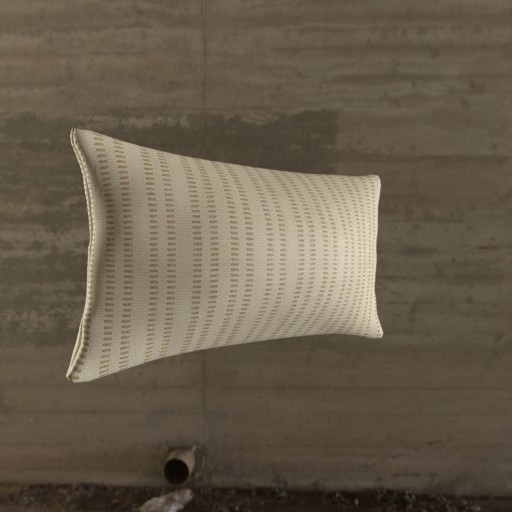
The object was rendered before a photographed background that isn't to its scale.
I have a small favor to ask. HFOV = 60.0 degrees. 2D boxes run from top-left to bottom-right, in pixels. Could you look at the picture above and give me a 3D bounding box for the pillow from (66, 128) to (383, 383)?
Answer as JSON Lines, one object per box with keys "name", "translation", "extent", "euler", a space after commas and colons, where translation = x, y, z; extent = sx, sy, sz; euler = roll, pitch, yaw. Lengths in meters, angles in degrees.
{"name": "pillow", "translation": [0.000, 0.000, 0.791], "extent": [0.640, 0.353, 0.210], "euler": [0, 0, -34]}
